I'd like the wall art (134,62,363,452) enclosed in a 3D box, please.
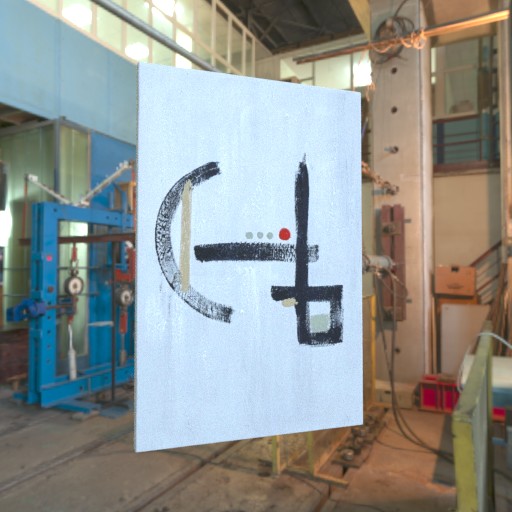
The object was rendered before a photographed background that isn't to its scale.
[{"bbox_3d":[0.000,0.000,1.147,0.602,0.916,0.048,1,-2,-18],"label":"wall art"}]
